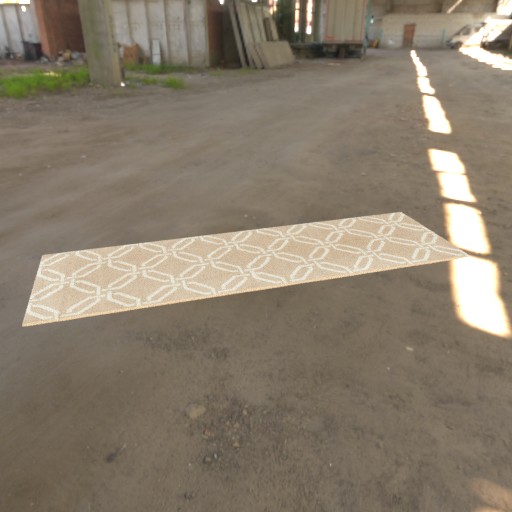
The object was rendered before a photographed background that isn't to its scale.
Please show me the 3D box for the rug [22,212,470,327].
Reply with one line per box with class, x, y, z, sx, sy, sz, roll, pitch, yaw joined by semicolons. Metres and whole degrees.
rug;0.000;0.000;2.459;2.276;0.014;0.678;-8;28;-15
